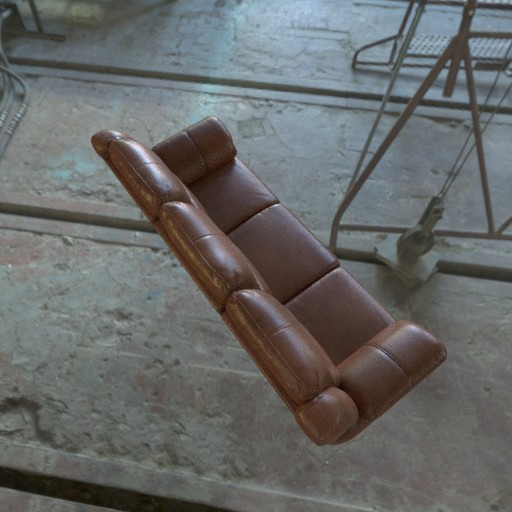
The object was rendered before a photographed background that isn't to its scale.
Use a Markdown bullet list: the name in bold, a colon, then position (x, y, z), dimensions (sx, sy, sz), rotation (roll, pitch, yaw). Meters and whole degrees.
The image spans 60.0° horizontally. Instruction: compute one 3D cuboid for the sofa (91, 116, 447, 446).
- **sofa**: position (0.000, 0.000, 2.804), dimensions (0.991, 1.043, 2.337), rotation (-32, 64, -18)
